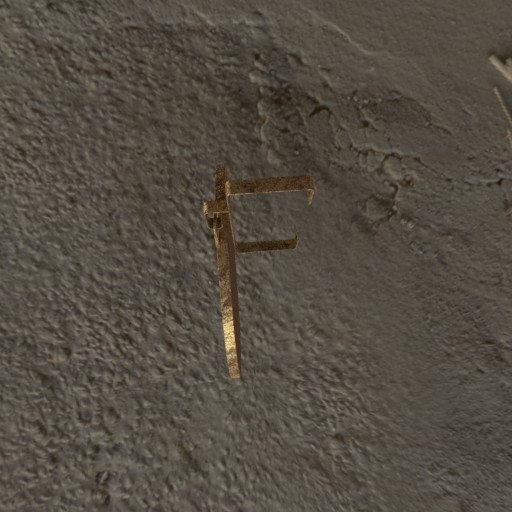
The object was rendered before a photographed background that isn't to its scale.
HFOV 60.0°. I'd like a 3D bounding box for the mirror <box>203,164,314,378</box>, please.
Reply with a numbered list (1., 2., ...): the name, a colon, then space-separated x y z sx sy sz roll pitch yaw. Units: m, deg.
1. mirror: 0.000 0.000 0.856 0.144 0.651 0.447 -4 75 -1
